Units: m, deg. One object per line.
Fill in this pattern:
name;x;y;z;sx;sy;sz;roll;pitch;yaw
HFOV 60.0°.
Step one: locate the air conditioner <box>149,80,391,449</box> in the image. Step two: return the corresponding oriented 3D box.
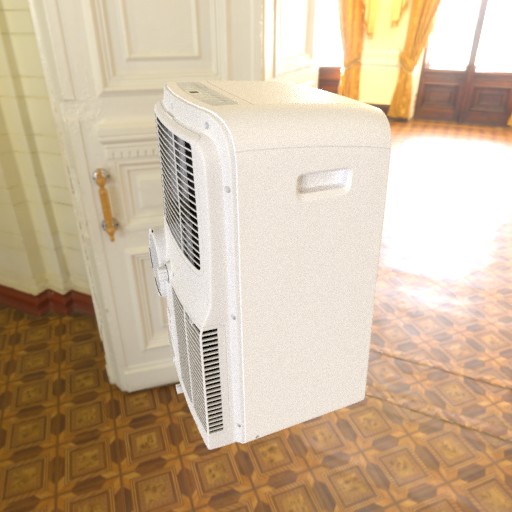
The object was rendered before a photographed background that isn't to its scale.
air conditioner;0.000;0.000;1.070;0.467;0.765;0.478;-10;31;-18
